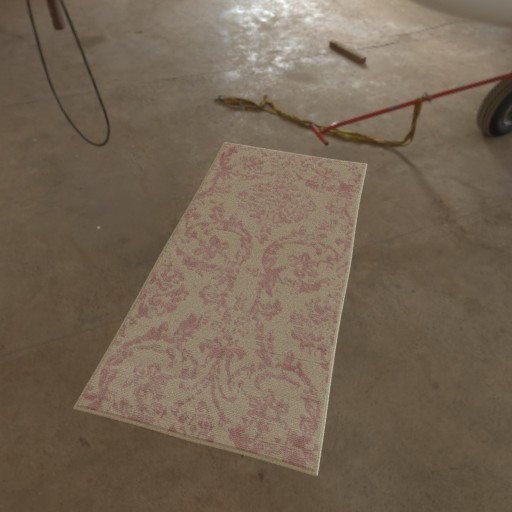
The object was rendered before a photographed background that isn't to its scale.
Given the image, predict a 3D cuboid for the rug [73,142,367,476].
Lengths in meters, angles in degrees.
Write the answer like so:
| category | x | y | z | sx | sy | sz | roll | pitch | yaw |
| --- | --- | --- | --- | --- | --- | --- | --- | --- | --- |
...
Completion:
| category | x | y | z | sx | sy | sz | roll | pitch | yaw |
| --- | --- | --- | --- | --- | --- | --- | --- | --- | --- |
| rug | 0.000 | 0.000 | 1.433 | 0.604 | 0.007 | 1.219 | 11 | 48 | 10 |
